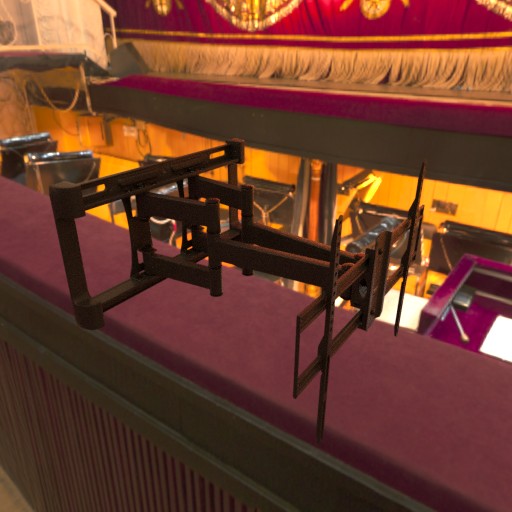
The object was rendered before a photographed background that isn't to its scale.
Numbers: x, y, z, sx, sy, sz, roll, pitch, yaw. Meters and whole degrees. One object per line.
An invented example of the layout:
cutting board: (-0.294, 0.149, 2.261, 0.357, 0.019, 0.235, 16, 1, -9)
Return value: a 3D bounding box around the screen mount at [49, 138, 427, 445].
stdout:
screen mount: (0.000, 0.000, 1.121, 0.644, 0.491, 0.661, 17, 30, 31)
